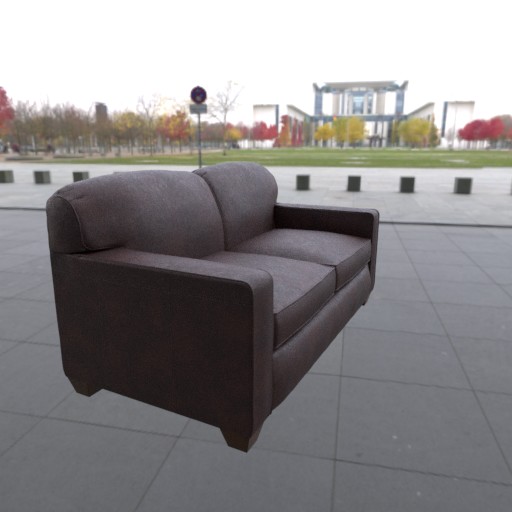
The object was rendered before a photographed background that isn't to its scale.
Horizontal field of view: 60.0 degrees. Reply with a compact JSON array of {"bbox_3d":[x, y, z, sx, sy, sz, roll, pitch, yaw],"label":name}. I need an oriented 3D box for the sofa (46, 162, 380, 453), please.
[{"bbox_3d":[0.000,0.000,2.431,1.000,0.966,1.856,7,16,27],"label":"sofa"}]
